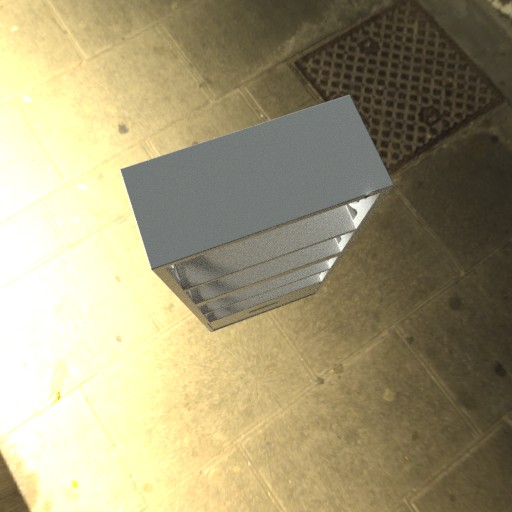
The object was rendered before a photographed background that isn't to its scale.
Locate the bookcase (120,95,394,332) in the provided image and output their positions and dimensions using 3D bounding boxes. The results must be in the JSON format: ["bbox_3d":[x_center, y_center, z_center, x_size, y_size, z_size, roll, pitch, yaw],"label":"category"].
[{"bbox_3d":[0.000,0.000,2.195,0.761,1.869,0.361,-19,75,-5],"label":"bookcase"}]
